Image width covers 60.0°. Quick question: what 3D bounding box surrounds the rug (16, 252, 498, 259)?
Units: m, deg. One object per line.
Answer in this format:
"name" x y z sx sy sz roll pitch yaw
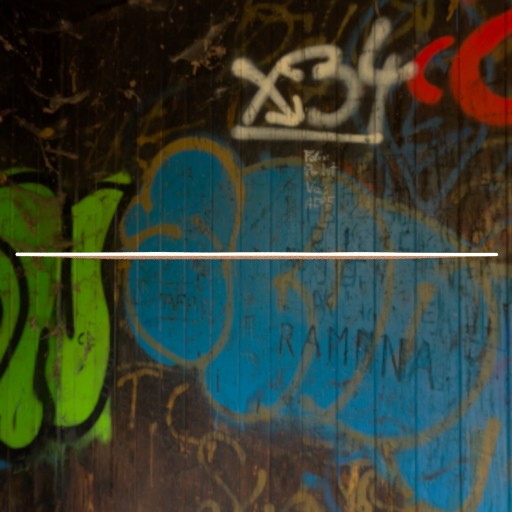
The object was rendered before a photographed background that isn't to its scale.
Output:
"rug" 0.000 0.000 3.077 2.438 0.026 1.706 0 -1 -1
